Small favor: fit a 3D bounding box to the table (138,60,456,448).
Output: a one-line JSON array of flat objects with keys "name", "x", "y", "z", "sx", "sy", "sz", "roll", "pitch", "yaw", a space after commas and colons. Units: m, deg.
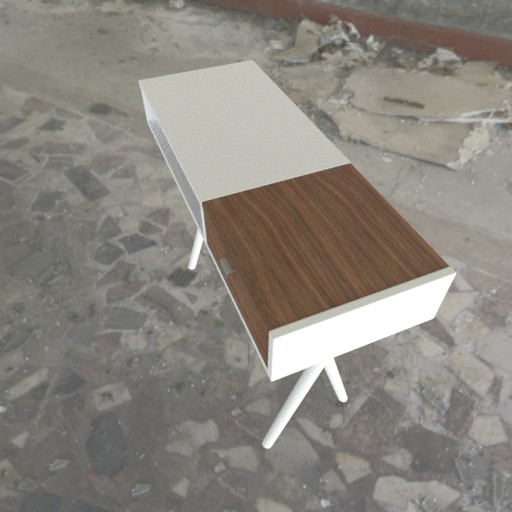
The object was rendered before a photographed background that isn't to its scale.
[{"name": "table", "x": 0.000, "y": 0.000, "z": 1.444, "sx": 0.418, "sy": 0.785, "sz": 1.066, "roll": -17, "pitch": 49, "yaw": -15}]
